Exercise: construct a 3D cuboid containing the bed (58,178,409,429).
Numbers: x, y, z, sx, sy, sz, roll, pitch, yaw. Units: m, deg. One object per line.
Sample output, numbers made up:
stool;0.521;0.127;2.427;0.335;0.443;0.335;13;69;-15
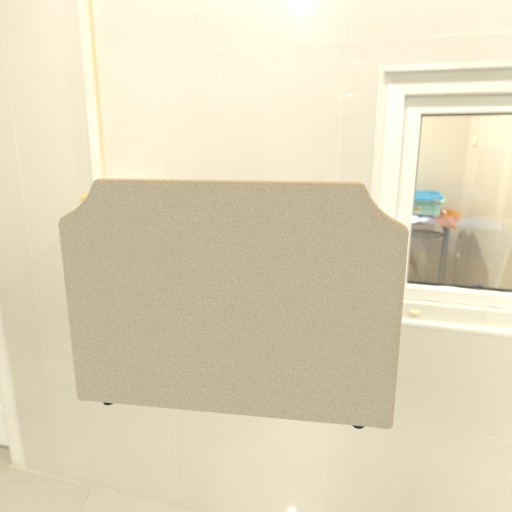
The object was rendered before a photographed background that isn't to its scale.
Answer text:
bed;0.000;0.000;3.860;2.134;1.524;2.548;2;15;8
